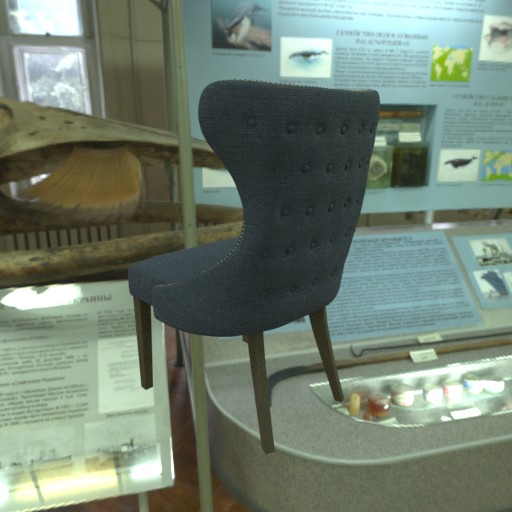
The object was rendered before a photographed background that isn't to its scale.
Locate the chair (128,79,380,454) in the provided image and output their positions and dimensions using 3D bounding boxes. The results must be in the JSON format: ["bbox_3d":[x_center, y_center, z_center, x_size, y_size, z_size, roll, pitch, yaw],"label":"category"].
[{"bbox_3d":[0.000,0.000,1.369,0.628,0.967,0.635,-16,23,-43],"label":"chair"}]
